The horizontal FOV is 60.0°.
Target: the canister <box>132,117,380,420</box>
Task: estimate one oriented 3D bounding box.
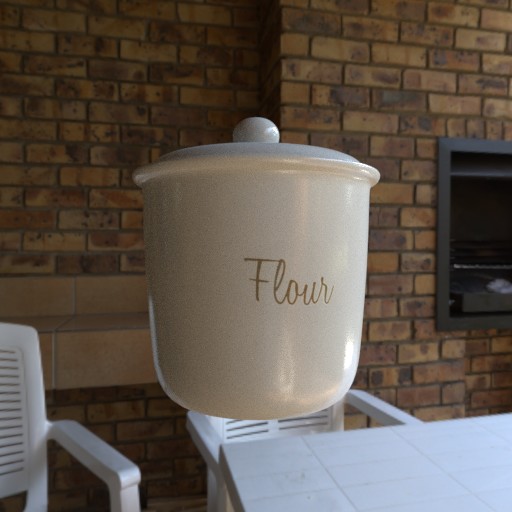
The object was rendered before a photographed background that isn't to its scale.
[{"bbox_3d":[0.000,0.000,0.338,0.182,0.208,0.182,0,1,0],"label":"canister"}]
